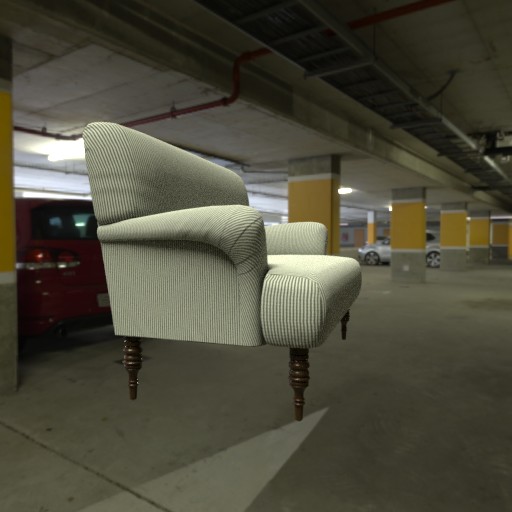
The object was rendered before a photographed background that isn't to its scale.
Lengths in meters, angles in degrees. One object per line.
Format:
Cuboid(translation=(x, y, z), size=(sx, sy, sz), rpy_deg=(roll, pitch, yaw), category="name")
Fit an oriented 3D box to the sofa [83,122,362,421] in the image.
Cuboid(translation=(0.000, 0.000, 1.841), size=(0.779, 0.889, 1.297), rpy_deg=(1, 2, 18), category="sofa")
